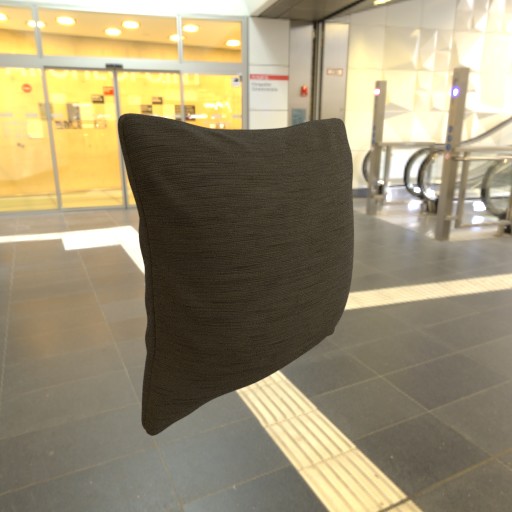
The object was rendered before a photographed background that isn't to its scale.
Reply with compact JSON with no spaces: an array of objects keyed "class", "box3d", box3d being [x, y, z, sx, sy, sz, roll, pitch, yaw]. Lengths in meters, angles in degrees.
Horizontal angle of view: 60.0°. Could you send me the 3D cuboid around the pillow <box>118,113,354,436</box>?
[{"class":"pillow","box3d":[0.000,0.000,0.685,0.246,0.414,0.432,15,22,42]}]
